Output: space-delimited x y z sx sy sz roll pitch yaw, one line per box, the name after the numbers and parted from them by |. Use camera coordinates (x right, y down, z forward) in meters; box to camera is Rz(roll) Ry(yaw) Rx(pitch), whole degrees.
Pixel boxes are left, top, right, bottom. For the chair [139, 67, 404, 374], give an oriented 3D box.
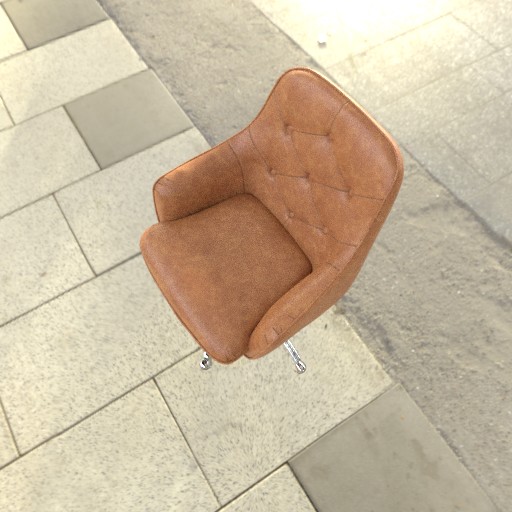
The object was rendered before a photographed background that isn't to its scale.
0.000 0.000 1.365 0.615 0.909 0.628 -32 67 -15 | chair
